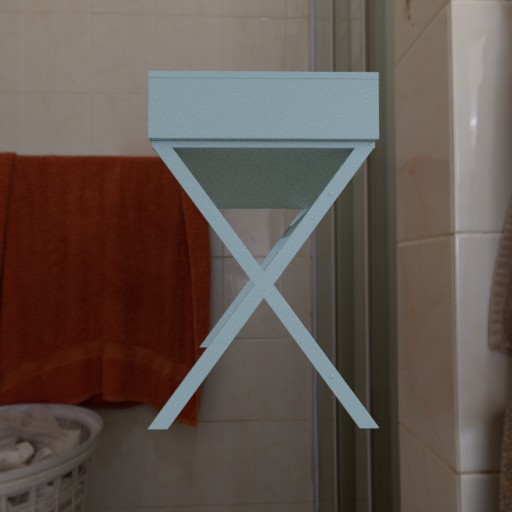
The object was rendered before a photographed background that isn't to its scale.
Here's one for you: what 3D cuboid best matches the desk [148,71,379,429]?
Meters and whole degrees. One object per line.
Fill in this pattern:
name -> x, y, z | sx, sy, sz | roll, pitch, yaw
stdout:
desk -> 0.000, 0.000, 1.488 | 0.525, 0.780, 1.057 | 0, -1, -1
